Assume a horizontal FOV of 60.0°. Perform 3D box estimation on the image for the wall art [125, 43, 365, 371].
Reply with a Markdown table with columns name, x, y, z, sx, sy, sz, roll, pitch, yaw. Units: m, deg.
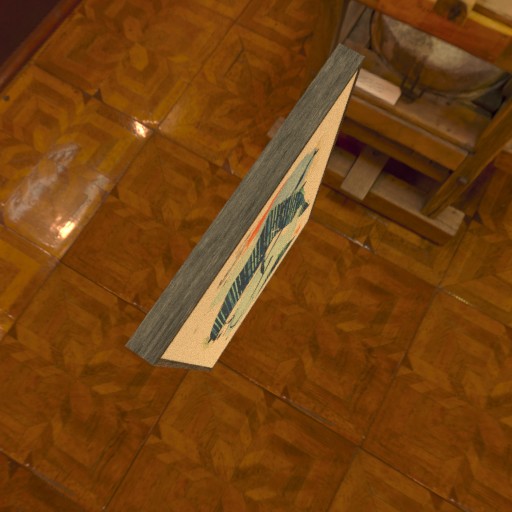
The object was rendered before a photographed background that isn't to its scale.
| name | x | y | z | sx | sy | sz | roll | pitch | yaw |
| --- | --- | --- | --- | --- | --- | --- | --- | --- | --- |
| wall art | 0.000 | 0.000 | 1.357 | 0.063 | 1.016 | 0.762 | 32 | 77 | 8 |
